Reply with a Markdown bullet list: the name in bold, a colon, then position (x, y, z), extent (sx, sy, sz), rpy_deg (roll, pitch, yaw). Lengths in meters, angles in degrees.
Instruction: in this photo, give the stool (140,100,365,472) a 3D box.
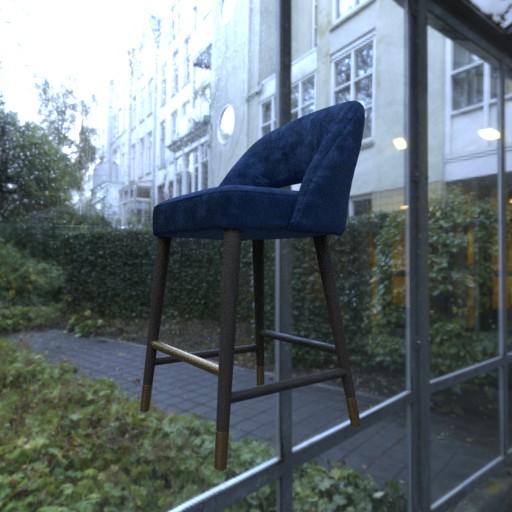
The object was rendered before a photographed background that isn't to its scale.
- **stool**: position (0.000, 0.000, 1.280), extent (0.524, 0.925, 0.536), rpy_deg (0, 0, -35)
